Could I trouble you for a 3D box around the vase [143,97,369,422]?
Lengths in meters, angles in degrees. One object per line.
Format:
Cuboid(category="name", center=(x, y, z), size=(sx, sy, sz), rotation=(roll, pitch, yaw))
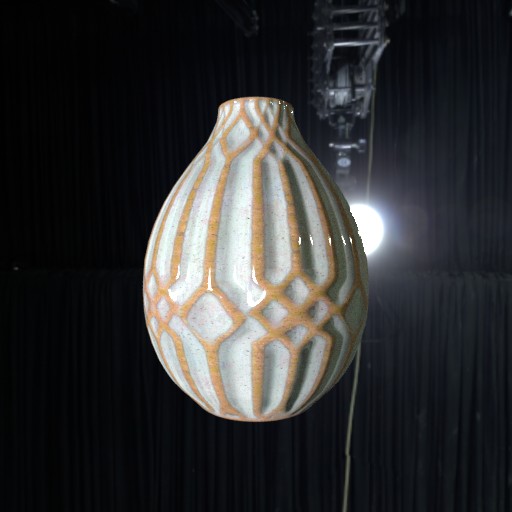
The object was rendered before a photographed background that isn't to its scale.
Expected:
Cuboid(category="vase", center=(0.000, 0.000, 0.265), size=(0.131, 0.175, 0.131), rotation=(0, 2, 0))
